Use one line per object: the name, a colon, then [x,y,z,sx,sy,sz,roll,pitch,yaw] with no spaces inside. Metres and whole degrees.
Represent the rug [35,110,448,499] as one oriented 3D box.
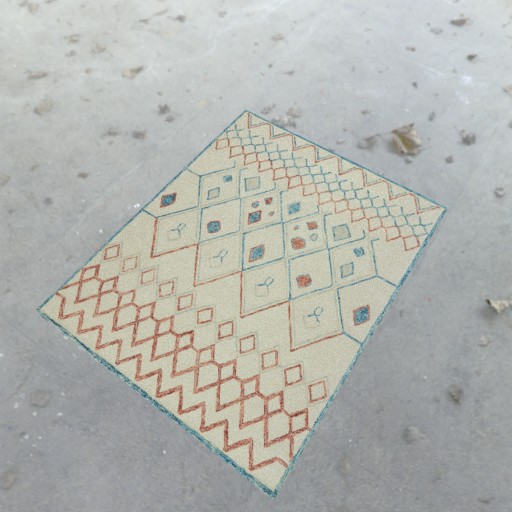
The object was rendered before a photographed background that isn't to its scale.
rug: [0.000,0.000,4.036,2.441,0.016,3.050,31,64,17]
